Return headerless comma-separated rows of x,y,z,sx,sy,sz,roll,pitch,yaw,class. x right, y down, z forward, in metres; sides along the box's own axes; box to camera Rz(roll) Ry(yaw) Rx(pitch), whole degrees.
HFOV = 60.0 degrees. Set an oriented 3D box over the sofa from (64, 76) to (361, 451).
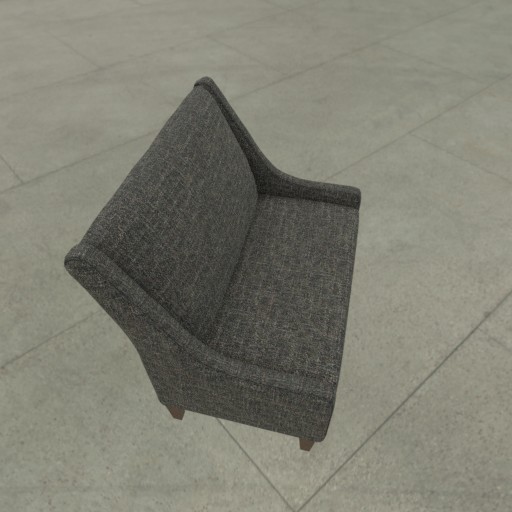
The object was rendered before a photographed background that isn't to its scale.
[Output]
0.000,0.000,1.957,0.870,1.021,1.242,10,47,9,sofa
